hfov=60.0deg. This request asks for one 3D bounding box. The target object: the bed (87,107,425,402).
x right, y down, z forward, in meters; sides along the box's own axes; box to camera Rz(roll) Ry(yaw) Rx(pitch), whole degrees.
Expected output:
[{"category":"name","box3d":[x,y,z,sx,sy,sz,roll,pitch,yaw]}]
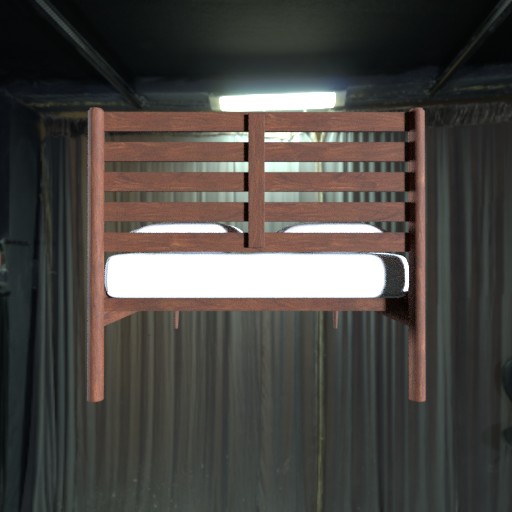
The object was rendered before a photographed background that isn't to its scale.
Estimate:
[{"category":"bed","box3d":[0.000,0.000,3.000,1.509,1.304,2.093,0,0,0]}]
